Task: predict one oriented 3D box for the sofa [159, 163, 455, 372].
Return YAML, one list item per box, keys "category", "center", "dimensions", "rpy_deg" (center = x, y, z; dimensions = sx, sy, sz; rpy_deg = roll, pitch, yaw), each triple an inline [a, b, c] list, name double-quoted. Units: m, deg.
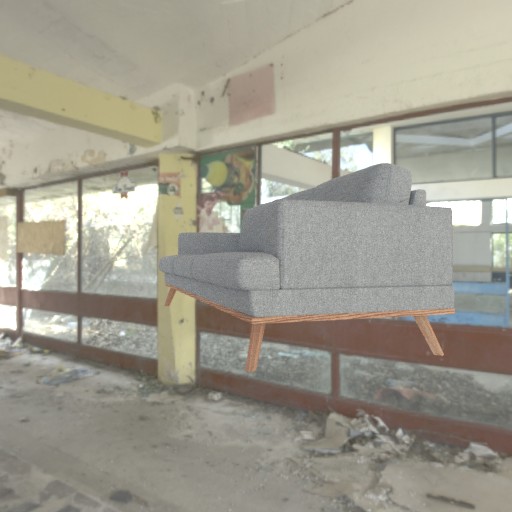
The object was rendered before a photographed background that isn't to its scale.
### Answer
- category: "sofa"
  center: [0.000, 0.000, 2.713]
  dimensions: [0.920, 0.810, 2.310]
  rpy_deg: [0, 0, -19]
